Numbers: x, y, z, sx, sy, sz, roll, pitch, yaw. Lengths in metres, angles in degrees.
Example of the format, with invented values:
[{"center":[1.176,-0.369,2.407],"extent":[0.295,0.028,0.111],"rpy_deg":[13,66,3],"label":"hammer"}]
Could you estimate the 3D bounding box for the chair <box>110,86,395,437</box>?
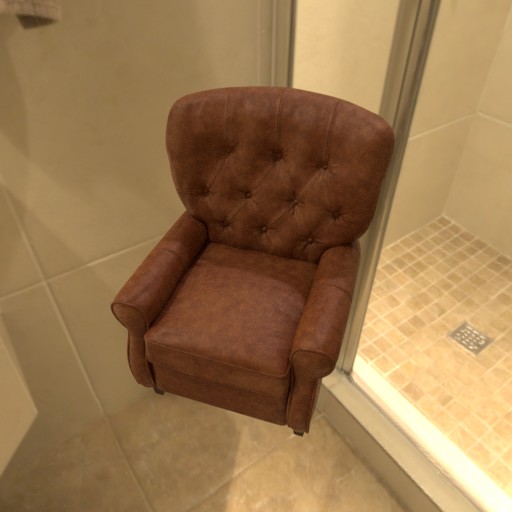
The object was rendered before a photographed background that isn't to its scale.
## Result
[{"center":[0.000,0.000,1.926],"extent":[0.951,1.164,1.059],"rpy_deg":[12,42,13],"label":"chair"}]
